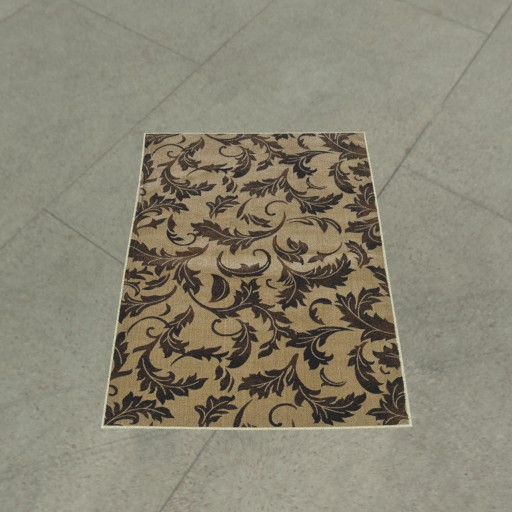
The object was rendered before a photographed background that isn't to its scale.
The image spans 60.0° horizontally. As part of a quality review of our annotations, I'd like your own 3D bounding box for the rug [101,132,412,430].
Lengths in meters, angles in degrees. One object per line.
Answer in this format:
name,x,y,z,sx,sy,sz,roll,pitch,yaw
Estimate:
rug,0.000,0.000,4.051,2.380,0.008,2.977,0,63,0
